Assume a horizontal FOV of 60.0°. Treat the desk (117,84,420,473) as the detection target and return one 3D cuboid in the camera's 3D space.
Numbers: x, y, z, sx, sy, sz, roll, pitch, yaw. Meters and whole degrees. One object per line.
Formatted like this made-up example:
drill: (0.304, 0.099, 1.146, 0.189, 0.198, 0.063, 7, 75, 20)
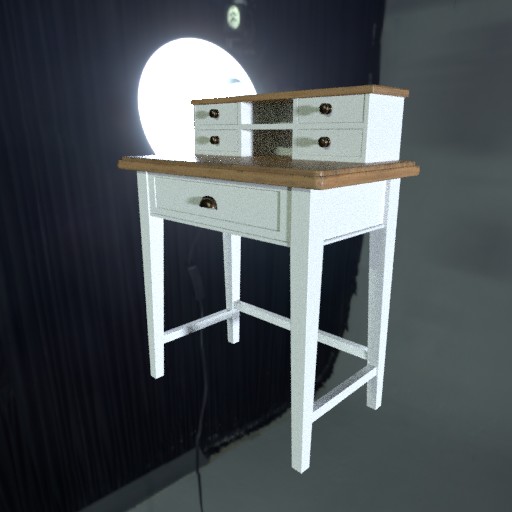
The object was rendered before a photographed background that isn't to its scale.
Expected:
desk: (0.000, 0.000, 1.414, 0.814, 0.981, 0.462, 14, 21, 42)
